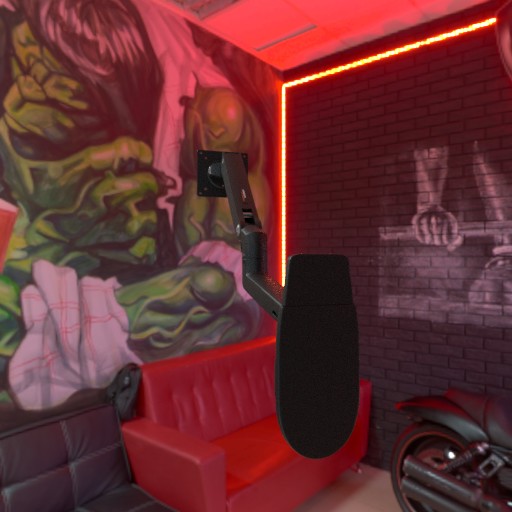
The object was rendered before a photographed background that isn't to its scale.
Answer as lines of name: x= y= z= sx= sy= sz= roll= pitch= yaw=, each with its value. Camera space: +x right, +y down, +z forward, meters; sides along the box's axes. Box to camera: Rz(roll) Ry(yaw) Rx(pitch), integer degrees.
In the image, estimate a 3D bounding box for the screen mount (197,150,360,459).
screen mount: x=0.000 y=0.000 z=0.743 sx=0.115 sy=0.466 sz=0.495 roll=0 pitch=-1 yaw=-17
